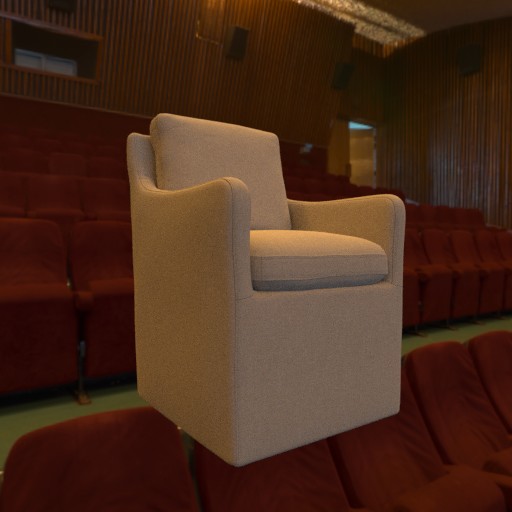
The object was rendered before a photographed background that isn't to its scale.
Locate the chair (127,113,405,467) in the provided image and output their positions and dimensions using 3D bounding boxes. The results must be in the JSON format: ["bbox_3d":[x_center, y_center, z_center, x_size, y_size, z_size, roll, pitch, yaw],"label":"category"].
[{"bbox_3d":[0.000,0.000,1.378,0.626,0.914,0.694,-1,1,-35],"label":"chair"}]
